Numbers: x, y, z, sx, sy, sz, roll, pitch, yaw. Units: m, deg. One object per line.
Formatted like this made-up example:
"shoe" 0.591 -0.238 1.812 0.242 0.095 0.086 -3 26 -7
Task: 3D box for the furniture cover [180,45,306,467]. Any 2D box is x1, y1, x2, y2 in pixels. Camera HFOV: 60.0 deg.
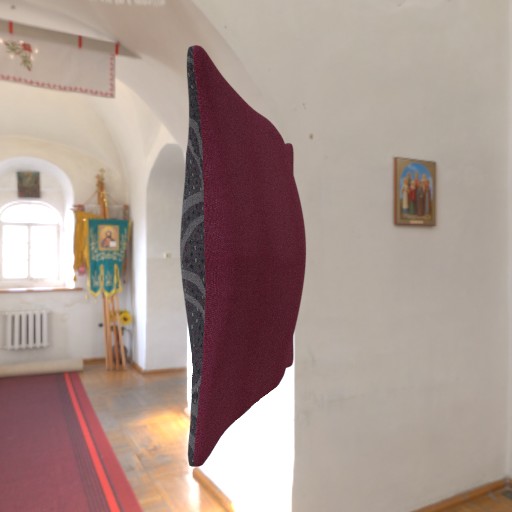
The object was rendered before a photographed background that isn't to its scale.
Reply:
"furniture cover" 0.000 0.000 0.777 0.163 0.513 0.514 0 1 17
